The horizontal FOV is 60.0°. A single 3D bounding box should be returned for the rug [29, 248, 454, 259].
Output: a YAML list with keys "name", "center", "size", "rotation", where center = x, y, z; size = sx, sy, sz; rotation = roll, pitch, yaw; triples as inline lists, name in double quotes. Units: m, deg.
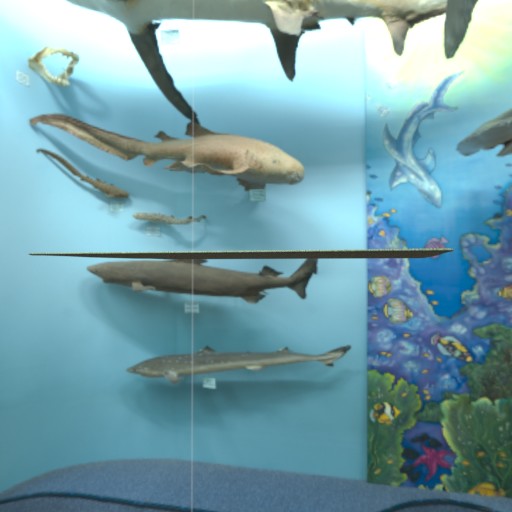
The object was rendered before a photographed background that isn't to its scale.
- name: "rug"
  center: [0.000, 0.000, 3.000]
  size: [2.270, 0.017, 1.606]
  rotation: [0, -1, 17]
